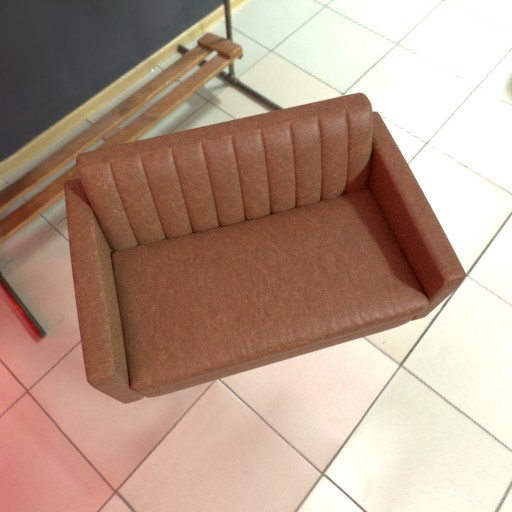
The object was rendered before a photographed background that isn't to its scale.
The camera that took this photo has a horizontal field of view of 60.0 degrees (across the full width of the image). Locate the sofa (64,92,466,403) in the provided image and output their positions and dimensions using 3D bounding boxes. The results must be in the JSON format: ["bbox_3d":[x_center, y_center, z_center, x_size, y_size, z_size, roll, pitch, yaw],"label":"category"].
[{"bbox_3d":[0.000,0.000,2.083,1.549,0.820,0.960,-14,65,-7],"label":"sofa"}]
